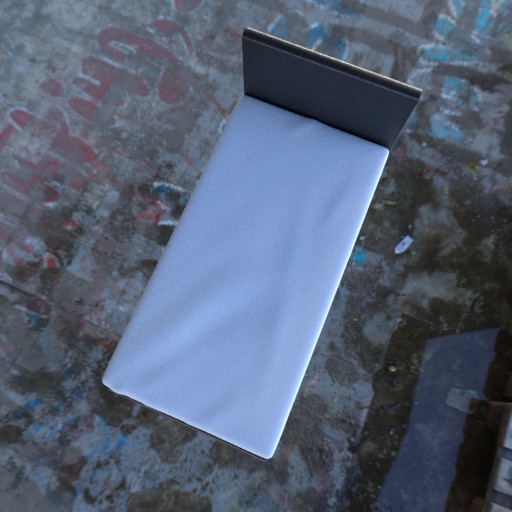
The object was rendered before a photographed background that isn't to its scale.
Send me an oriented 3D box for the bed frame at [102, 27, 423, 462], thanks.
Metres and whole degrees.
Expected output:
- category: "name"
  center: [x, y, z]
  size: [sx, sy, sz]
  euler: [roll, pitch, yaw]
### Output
- category: "bed frame"
  center: [0.000, 0.000, 2.494]
  size: [1.038, 1.046, 2.152]
  euler: [22, 77, 5]
